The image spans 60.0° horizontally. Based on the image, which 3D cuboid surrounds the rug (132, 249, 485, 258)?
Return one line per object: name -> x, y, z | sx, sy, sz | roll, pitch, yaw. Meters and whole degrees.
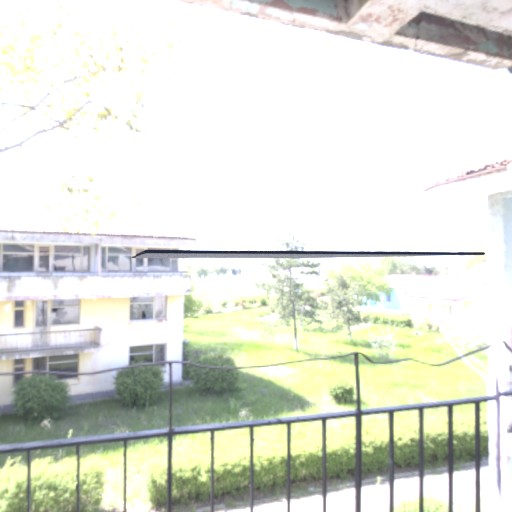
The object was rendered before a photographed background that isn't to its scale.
rug -> 0.000, 0.000, 2.899 | 1.526, 0.014, 2.290 | 0, -1, -17
